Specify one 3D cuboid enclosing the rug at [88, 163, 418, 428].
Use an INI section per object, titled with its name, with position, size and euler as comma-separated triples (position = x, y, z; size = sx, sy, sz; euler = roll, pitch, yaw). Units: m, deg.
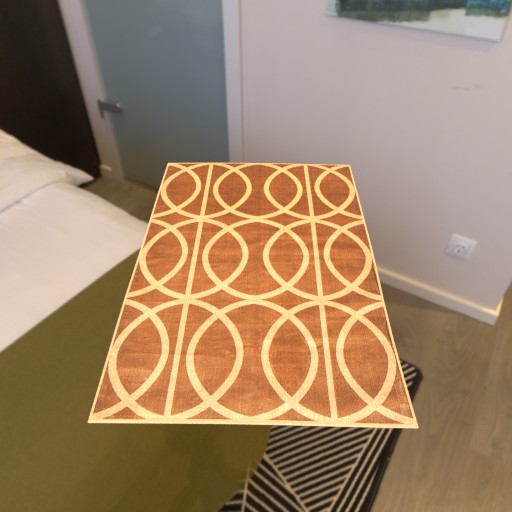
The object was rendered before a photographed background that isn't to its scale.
[rug]
position = 0.000, 0.000, 2.867
size = 1.526, 0.014, 2.290
euler = 1, 43, 1
